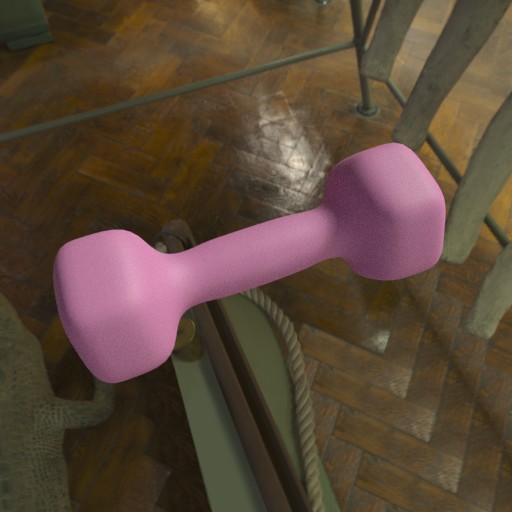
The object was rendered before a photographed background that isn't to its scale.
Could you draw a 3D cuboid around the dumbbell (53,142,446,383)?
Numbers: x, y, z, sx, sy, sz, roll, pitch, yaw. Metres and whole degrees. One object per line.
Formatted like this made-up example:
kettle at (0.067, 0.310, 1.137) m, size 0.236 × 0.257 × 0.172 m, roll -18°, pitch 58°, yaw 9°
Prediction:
dumbbell at (0.000, 0.000, 0.190) m, size 0.159 × 0.058 × 0.064 m, roll -18°, pitch 64°, yaw -9°
